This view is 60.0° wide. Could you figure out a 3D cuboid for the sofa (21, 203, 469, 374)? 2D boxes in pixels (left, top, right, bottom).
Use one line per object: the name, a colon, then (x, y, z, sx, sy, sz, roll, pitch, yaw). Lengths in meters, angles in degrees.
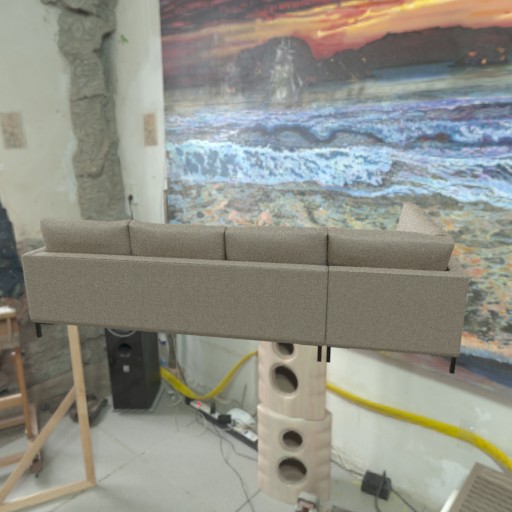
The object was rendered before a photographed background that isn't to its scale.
sofa: (0.000, 0.000, 3.092, 2.423, 0.703, 1.617, 3, 15, 10)
